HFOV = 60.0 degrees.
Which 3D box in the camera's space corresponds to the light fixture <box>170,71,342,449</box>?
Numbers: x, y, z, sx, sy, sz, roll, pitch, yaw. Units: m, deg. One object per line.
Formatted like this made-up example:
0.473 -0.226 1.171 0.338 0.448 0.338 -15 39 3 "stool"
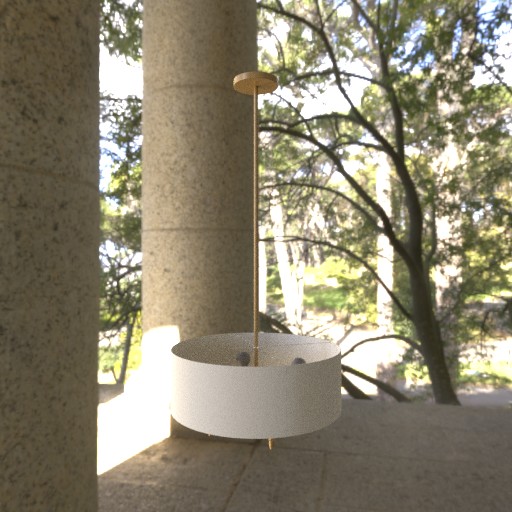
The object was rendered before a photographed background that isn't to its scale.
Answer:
0.000 0.000 1.344 0.508 1.067 0.508 0 0 0 "light fixture"
